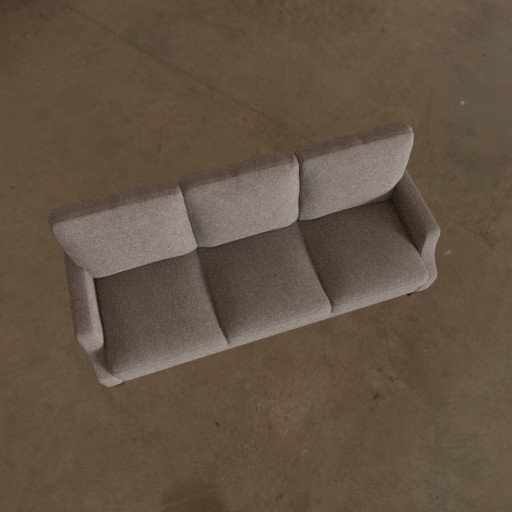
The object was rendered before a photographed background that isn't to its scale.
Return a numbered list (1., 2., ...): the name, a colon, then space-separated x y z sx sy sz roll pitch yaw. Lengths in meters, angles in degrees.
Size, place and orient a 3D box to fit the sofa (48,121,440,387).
1. sofa: 0.000 0.000 2.641 2.115 0.984 0.888 -16 65 -8
